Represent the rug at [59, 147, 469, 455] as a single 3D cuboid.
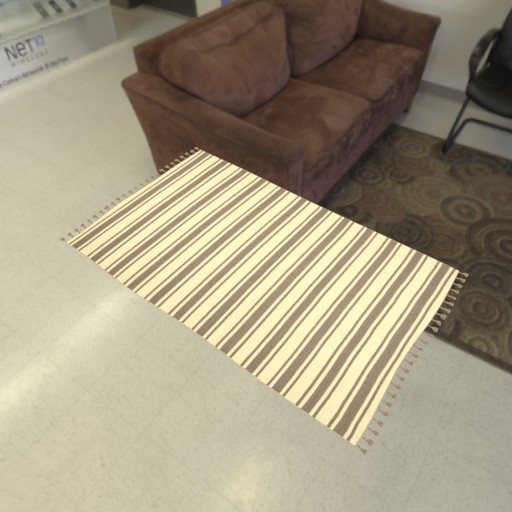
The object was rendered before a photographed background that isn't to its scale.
[{"bbox_3d":[0.000,0.000,2.585,2.096,0.011,1.229,29,54,24],"label":"rug"}]
